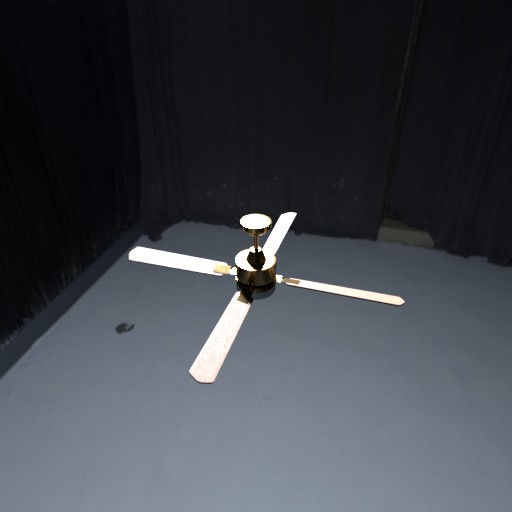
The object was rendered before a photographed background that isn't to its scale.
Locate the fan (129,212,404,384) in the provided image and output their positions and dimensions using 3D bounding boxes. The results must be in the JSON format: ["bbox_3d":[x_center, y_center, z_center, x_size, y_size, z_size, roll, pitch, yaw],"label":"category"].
[{"bbox_3d":[0.000,0.000,1.989,1.320,0.355,1.320,10,34,15],"label":"fan"}]
